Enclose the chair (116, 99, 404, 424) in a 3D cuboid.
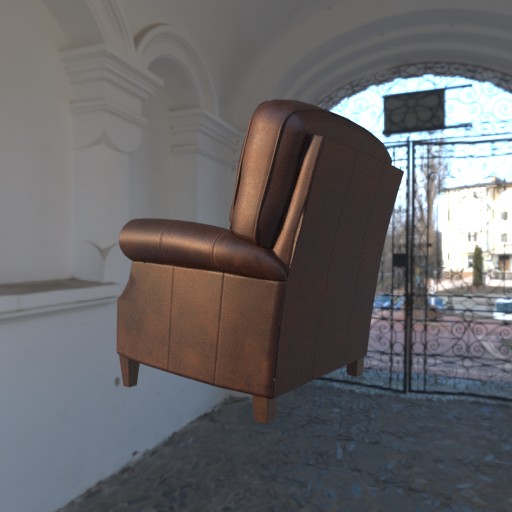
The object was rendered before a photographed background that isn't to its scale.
[{"bbox_3d":[0.000,0.000,1.804,0.986,1.018,0.936,0,0,37],"label":"chair"}]
